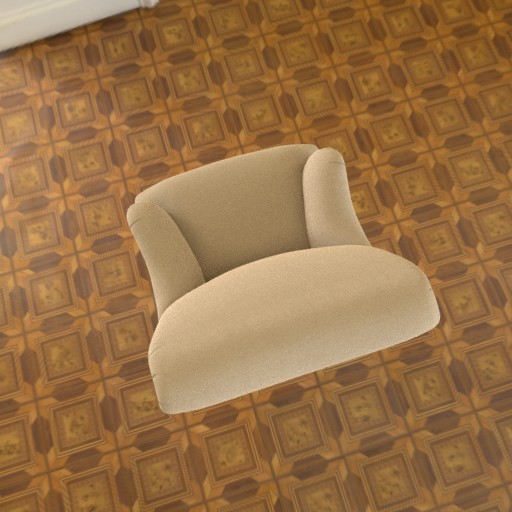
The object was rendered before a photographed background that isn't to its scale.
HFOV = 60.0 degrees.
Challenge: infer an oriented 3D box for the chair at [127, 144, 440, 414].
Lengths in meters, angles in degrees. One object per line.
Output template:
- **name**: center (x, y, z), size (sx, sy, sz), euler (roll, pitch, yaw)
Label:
- **chair**: center (0.000, 0.000, 1.571), size (0.766, 0.942, 0.842), euler (-17, 76, -4)
